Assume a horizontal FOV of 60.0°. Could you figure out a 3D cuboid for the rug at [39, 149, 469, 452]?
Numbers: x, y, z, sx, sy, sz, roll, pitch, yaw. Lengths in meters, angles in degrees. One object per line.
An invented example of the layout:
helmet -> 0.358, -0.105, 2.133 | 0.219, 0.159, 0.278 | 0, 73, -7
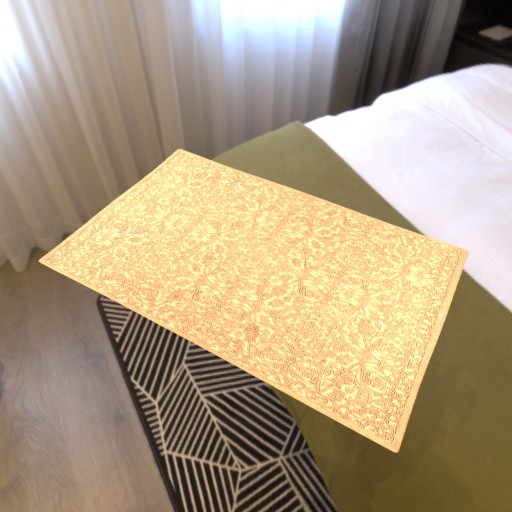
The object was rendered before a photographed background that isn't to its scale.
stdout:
rug -> 0.000, 0.000, 2.950 | 2.435, 0.012, 1.529 | 23, 51, 20
